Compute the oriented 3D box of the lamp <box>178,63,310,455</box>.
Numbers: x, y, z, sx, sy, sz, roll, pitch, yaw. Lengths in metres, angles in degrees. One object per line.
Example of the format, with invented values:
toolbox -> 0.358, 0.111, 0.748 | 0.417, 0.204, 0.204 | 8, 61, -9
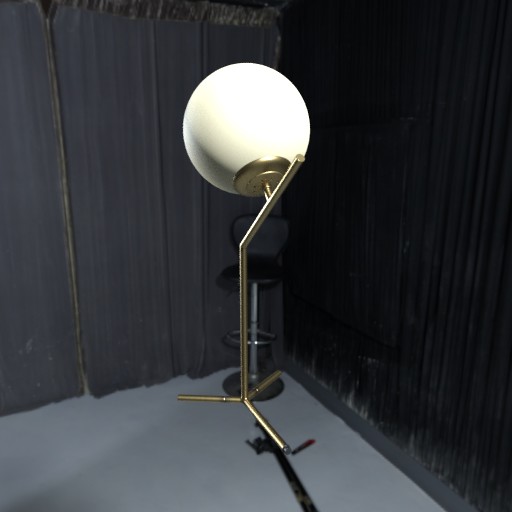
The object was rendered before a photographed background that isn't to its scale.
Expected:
lamp -> 0.000, 0.000, 0.673 | 0.210, 0.552, 0.251 | -7, 15, -25
